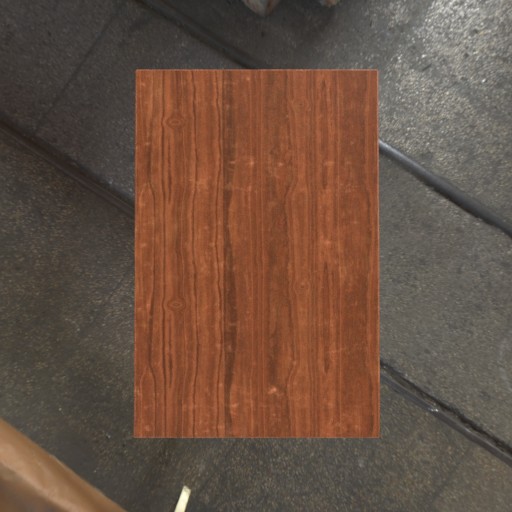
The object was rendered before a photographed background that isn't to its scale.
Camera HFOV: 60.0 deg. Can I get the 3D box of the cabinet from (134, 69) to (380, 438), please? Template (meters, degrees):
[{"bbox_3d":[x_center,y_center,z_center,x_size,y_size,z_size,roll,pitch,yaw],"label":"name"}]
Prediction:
[{"bbox_3d":[0.000,0.000,1.076,0.410,0.695,0.607,0,89,0],"label":"cabinet"}]
